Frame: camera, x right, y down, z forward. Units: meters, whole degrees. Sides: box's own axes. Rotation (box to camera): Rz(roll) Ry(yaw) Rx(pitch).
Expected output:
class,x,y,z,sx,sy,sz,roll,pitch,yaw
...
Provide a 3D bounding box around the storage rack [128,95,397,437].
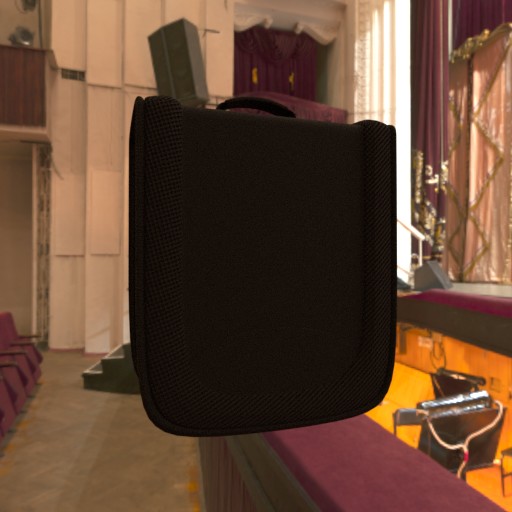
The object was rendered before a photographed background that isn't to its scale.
class,x,y,z,sx,sy,sz,roll,pitch,yaw
storage rack,0.000,0.000,0.547,0.297,0.387,0.168,0,-1,-18
